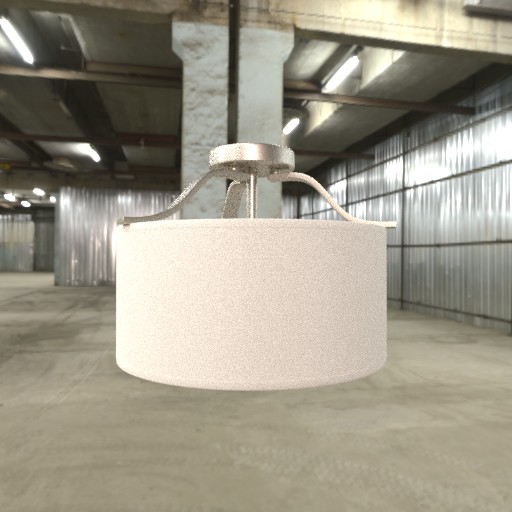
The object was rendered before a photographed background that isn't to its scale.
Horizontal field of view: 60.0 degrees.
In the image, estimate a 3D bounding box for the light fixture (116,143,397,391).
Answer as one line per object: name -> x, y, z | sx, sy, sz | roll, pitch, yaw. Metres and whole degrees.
light fixture -> 0.000, 0.000, 0.653 | 0.395, 0.304, 0.395 | 0, 0, 0
